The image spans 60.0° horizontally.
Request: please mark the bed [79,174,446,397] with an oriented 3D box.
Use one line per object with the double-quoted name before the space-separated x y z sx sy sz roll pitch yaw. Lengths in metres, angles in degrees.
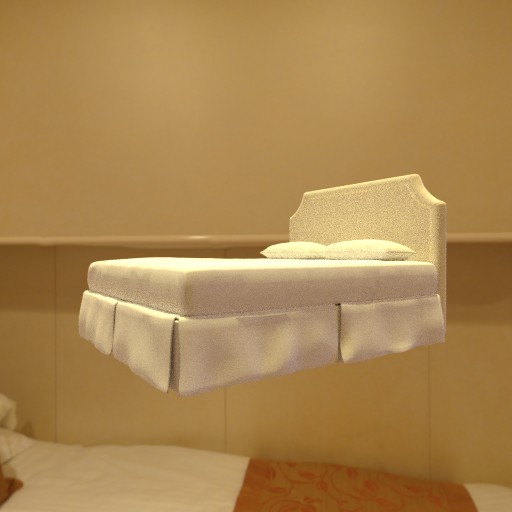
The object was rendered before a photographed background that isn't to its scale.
"bed" 0.000 0.000 4.201 2.773 1.590 2.350 0 0 -35
